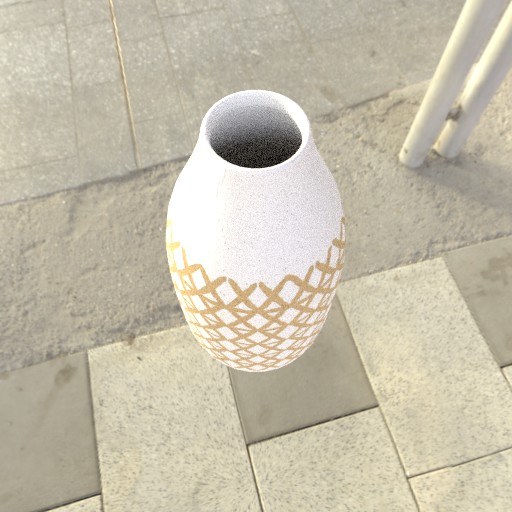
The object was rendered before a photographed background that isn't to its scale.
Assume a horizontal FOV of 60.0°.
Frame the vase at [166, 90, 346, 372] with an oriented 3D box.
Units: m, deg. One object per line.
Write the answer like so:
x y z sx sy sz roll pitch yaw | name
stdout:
0.000 0.000 0.471 0.186 0.380 0.186 0 63 0 | vase
